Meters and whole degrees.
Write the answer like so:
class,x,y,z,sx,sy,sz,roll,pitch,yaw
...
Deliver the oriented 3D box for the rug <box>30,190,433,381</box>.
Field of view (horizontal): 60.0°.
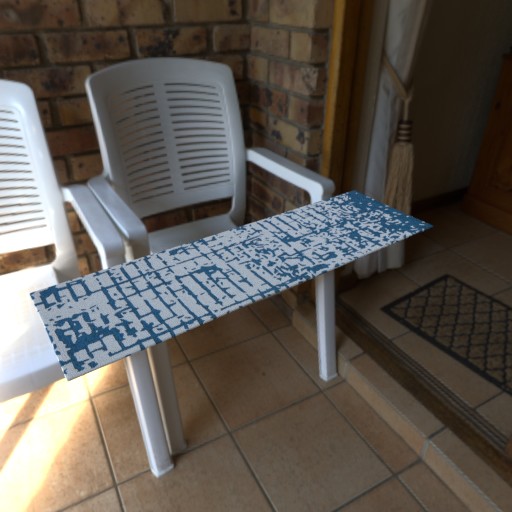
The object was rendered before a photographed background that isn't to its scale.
class,x,y,z,sx,sy,sz,roll,pitch,yaw
rug,0.000,0.000,2.702,2.435,0.011,0.750,-20,37,-29
